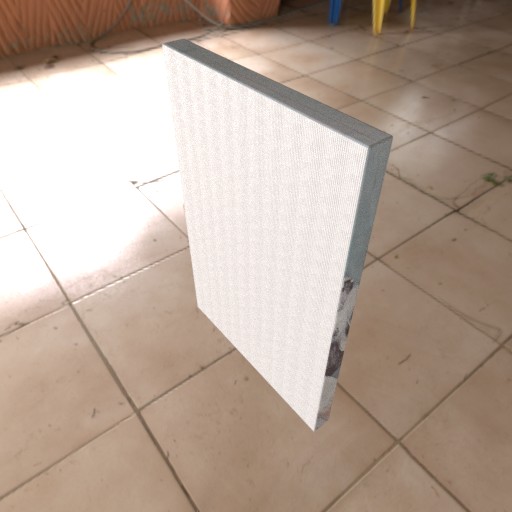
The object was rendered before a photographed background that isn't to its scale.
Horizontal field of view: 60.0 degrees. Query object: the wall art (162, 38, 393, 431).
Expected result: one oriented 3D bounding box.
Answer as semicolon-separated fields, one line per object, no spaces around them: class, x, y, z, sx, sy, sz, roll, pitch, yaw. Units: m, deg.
wall art;0.000;0.000;1.154;0.061;0.911;0.609;-29;50;-27
